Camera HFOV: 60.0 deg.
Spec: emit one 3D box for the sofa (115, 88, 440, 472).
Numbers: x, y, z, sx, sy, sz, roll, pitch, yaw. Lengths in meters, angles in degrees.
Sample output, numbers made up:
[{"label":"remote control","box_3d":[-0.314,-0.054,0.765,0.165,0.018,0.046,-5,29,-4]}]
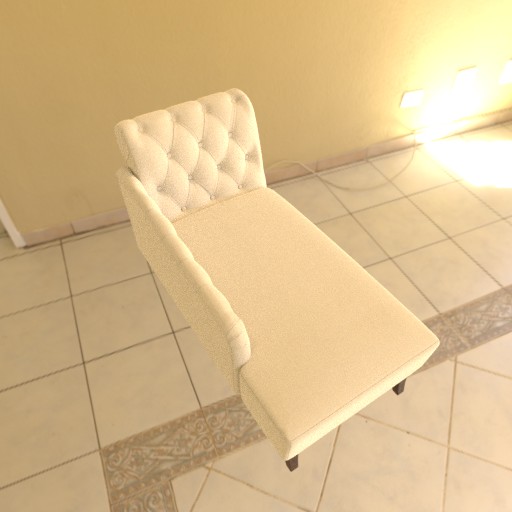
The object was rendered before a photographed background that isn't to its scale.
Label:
[{"label":"sofa","box_3d":[0.000,0.000,1.813,0.675,0.787,1.379,-25,51,-22]}]
